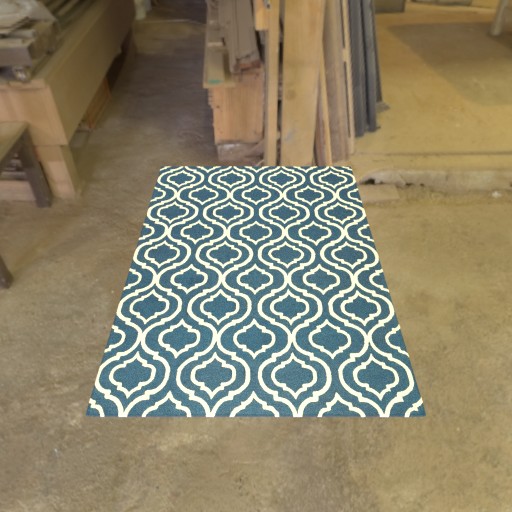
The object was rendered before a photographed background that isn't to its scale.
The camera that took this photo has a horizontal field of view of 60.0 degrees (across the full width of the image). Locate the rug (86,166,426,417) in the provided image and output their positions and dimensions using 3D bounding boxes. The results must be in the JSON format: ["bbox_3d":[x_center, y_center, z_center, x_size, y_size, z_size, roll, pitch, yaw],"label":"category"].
[{"bbox_3d":[0.000,0.000,2.766,1.524,0.010,2.134,0,42,0],"label":"rug"}]
